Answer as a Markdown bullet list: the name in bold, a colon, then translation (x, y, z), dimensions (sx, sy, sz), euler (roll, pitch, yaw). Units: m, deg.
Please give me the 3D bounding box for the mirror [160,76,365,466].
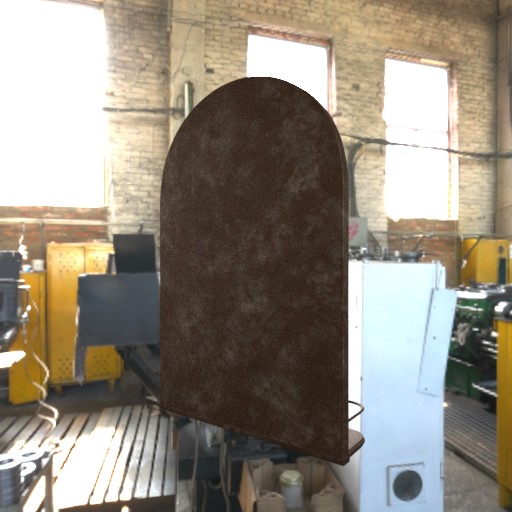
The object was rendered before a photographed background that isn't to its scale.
- **mirror**: translation (0.000, 0.000, 1.020), dimensions (0.510, 0.770, 0.137), euler (0, 0, 37)
